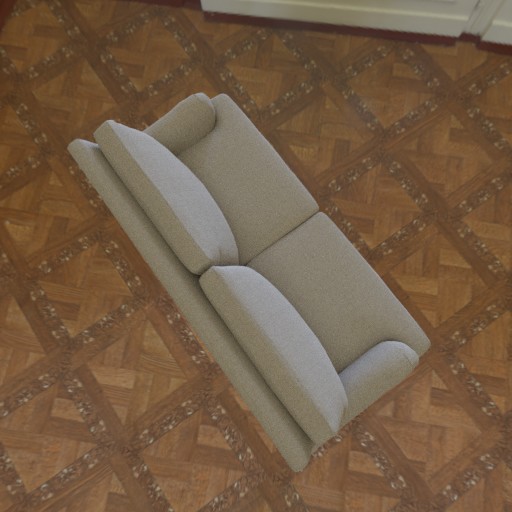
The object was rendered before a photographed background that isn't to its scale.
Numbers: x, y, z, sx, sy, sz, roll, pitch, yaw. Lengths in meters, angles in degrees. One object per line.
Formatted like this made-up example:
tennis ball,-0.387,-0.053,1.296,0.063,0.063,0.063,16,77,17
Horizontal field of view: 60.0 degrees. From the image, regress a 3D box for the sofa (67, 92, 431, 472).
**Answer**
sofa,0.000,0.000,2.770,1.087,1.054,2.160,-36,79,-8
